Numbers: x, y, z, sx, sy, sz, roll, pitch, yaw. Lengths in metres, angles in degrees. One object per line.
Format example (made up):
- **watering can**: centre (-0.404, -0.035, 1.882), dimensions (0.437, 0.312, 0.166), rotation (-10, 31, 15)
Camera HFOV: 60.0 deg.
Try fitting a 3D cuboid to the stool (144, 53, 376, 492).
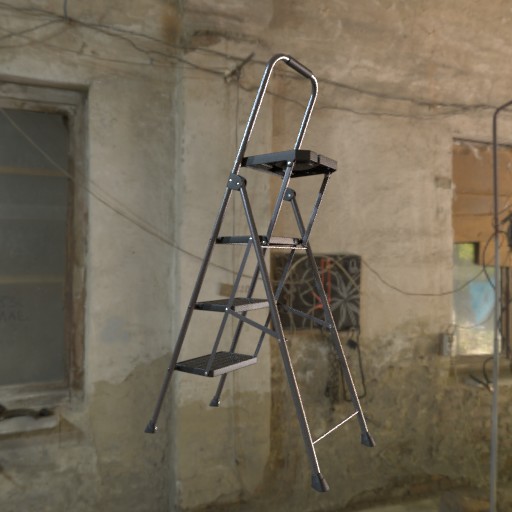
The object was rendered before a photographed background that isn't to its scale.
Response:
- **stool**: centre (0.000, 0.000, 1.563), dimensions (0.733, 1.277, 0.396), rotation (0, 0, 36)
